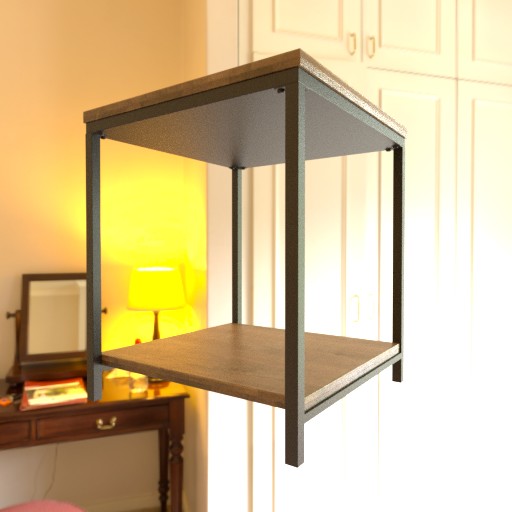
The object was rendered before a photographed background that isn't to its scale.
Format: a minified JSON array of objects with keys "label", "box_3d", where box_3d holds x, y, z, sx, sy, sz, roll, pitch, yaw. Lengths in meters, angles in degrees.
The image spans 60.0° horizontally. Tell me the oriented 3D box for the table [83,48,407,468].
[{"label":"table","box_3d":[0.000,0.000,0.971,0.503,0.589,0.507,1,1,35]}]
